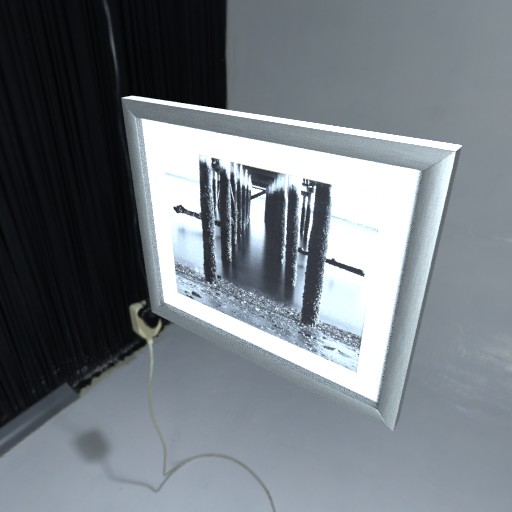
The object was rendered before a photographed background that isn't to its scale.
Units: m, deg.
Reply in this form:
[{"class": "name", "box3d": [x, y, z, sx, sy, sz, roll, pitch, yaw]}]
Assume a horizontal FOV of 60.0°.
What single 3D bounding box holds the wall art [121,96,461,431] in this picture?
[{"class": "wall art", "box3d": [0.000, 0.000, 0.747, 0.556, 0.457, 0.028, 19, 35, 30]}]
